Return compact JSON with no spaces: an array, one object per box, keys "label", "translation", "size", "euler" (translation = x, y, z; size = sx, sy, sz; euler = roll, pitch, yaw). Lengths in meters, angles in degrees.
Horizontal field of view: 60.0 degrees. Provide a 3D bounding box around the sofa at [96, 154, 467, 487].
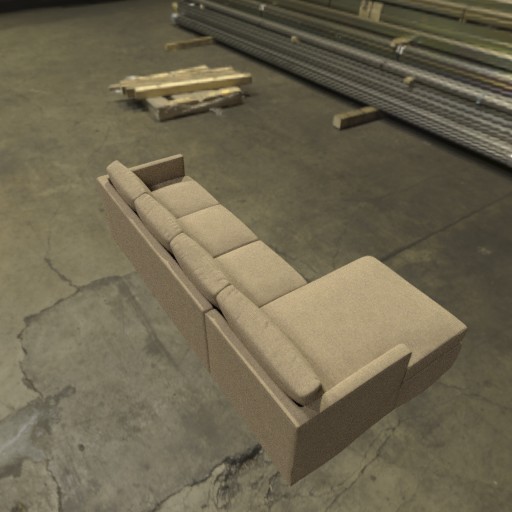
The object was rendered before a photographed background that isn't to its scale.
[{"label":"sofa","translation":[0.000,0.000,3.858],"size":[1.638,0.920,3.198],"euler":[-24,46,-26]}]
